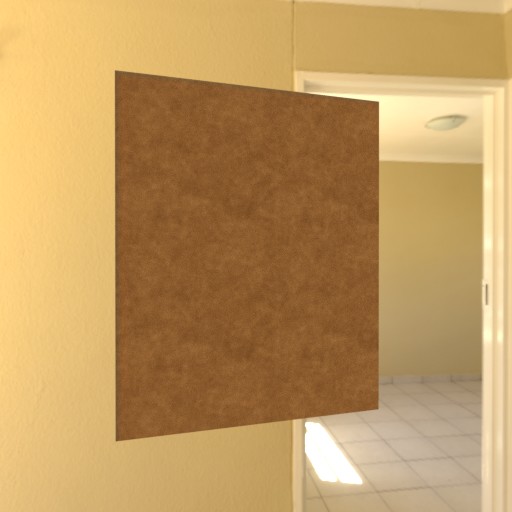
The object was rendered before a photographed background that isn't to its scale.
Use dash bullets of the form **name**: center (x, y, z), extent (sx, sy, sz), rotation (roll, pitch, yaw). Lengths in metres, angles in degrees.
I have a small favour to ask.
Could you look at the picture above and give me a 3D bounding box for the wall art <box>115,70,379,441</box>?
- **wall art**: center (0.000, 0.000, 0.747), extent (0.453, 0.554, 0.037), rotation (0, 0, -18)
